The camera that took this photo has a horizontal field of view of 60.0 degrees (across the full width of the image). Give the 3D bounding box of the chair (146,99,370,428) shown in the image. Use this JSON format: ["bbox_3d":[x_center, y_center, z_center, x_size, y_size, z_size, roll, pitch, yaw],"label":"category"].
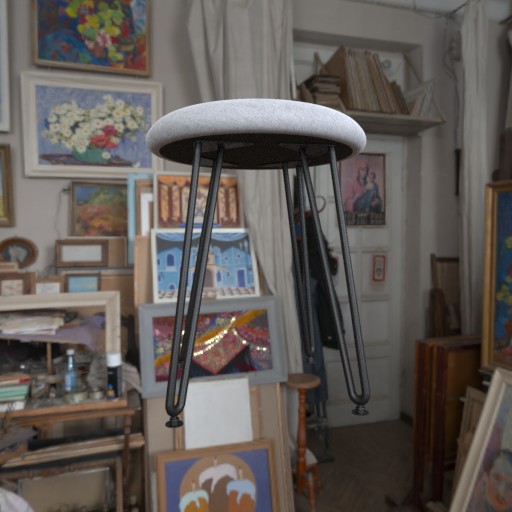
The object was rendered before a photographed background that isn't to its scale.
[{"bbox_3d":[0.000,0.000,0.646,0.350,0.386,0.350,2,3,36],"label":"chair"}]
